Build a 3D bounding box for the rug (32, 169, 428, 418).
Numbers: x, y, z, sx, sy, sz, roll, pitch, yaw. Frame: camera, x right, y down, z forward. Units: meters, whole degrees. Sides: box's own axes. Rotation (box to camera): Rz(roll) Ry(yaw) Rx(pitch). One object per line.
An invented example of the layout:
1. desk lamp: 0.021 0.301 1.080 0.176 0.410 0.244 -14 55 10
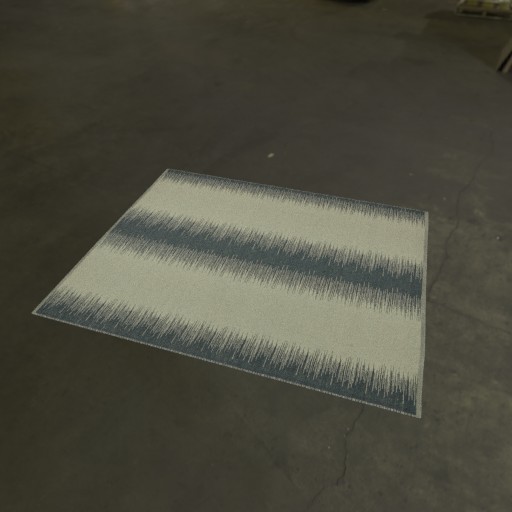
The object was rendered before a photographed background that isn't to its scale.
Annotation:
1. rug: 0.000 0.000 4.111 3.037 0.004 2.453 12 42 13
